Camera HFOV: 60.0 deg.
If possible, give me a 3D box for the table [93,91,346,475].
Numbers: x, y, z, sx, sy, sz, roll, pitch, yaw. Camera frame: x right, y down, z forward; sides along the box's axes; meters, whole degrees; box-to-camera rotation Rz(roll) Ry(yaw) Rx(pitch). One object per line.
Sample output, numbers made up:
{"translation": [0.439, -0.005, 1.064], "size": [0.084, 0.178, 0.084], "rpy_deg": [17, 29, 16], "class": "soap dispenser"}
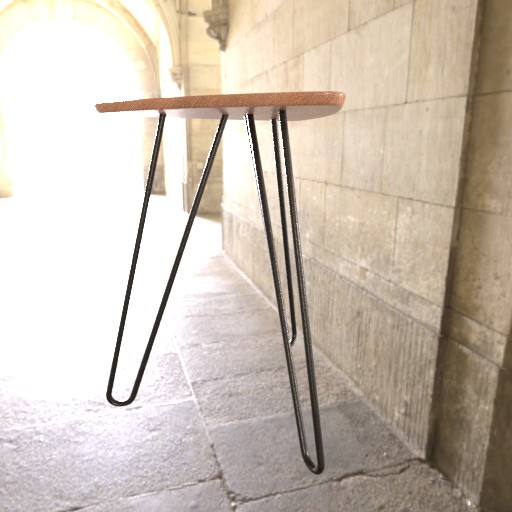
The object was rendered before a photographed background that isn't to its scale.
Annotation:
{"translation": [0.000, 0.000, 0.885], "size": [0.442, 0.564, 0.455], "rpy_deg": [7, 16, 26], "class": "table"}
